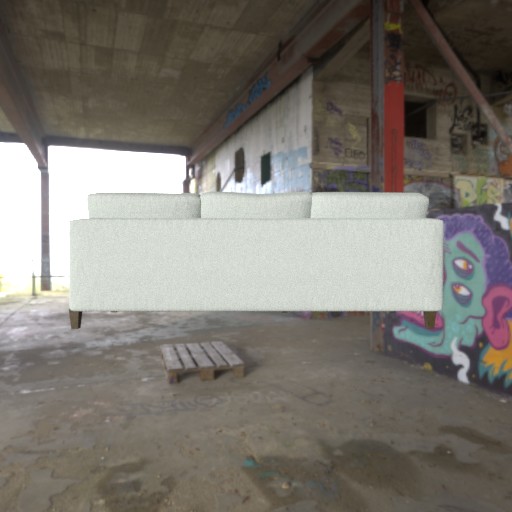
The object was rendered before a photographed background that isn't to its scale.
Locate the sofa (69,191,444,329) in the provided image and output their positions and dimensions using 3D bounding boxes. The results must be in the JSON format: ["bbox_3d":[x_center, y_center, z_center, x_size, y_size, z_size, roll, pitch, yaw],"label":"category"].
[{"bbox_3d":[0.000,0.000,4.541,2.522,0.934,3.333,0,1,0],"label":"sofa"}]
